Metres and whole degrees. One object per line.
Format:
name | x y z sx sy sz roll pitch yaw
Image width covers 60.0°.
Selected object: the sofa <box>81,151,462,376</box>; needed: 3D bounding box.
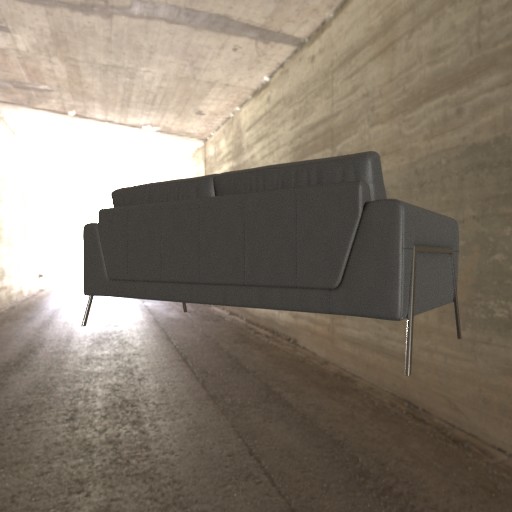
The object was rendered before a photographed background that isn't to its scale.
sofa | 0.000 0.000 2.558 2.017 0.875 0.953 0 -1 36
